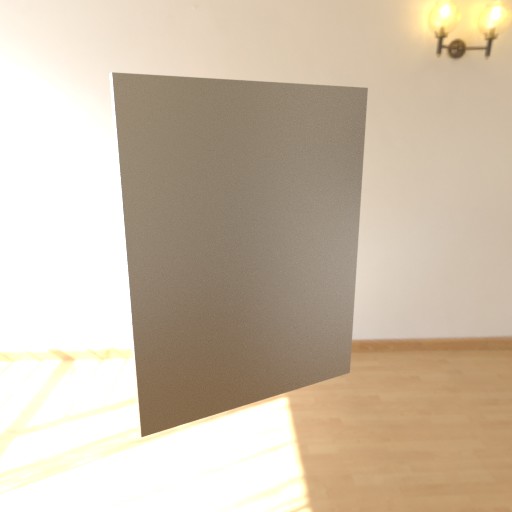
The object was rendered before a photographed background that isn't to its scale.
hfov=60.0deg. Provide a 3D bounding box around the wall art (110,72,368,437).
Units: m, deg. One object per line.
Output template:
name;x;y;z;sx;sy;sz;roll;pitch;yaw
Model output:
wall art;0.000;0.000;1.422;0.816;1.046;0.030;-8;17;-27
